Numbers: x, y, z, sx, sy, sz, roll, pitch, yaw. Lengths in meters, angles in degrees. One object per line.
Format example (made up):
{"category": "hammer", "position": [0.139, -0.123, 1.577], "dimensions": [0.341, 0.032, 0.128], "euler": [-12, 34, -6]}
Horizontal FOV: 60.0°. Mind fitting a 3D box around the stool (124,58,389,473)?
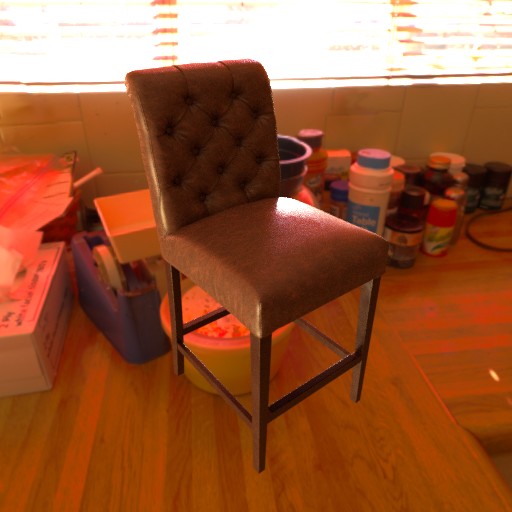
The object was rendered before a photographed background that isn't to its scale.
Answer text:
{"category": "stool", "position": [0.000, 0.000, 1.412], "dimensions": [0.486, 1.084, 0.660], "euler": [-22, 37, -32]}
